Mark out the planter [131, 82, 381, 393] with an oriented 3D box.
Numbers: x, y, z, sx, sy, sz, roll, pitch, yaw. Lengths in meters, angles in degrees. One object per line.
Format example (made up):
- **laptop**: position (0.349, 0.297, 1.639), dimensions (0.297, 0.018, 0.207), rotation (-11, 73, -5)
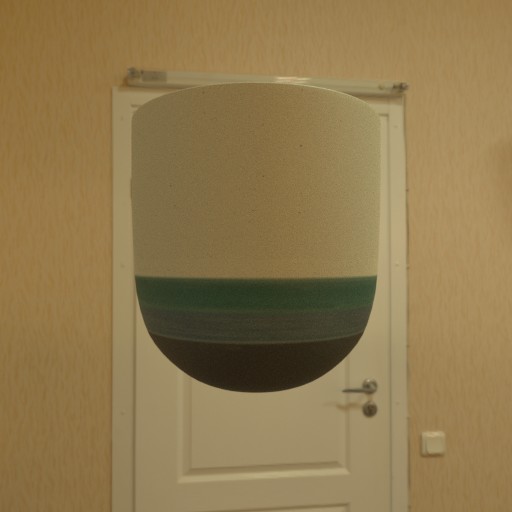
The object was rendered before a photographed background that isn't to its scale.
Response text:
- **planter**: position (0.000, 0.000, 0.375), dimensions (0.204, 0.214, 0.204), rotation (0, -1, 0)
